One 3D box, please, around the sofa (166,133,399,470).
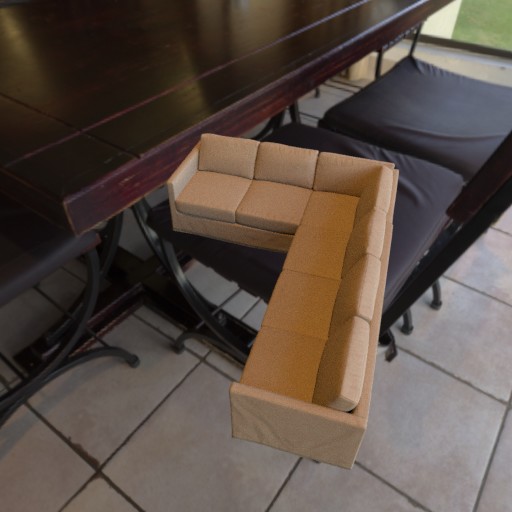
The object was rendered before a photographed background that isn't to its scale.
[{"bbox_3d":[0.000,0.000,4.313,2.432,0.871,3.182,12,44,12],"label":"sofa"}]
